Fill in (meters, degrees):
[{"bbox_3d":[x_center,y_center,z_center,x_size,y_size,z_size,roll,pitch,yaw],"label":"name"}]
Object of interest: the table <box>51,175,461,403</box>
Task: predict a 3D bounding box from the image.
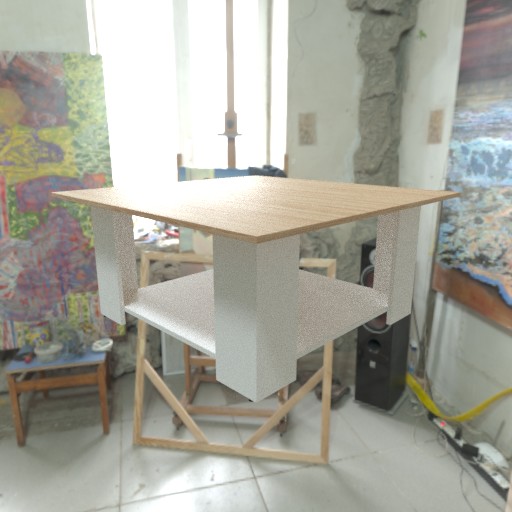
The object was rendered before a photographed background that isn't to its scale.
[{"bbox_3d":[0.000,0.000,1.064,0.670,0.305,0.670,14,21,43],"label":"table"}]
